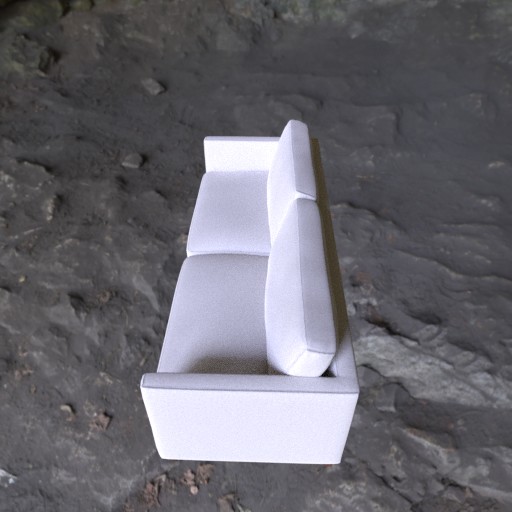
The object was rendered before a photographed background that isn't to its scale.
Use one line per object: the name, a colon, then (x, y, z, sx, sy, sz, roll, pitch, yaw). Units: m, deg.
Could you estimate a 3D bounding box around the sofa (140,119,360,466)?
sofa: (0.000, 0.000, 2.879, 0.951, 0.962, 2.361, 1, 41, 1)
